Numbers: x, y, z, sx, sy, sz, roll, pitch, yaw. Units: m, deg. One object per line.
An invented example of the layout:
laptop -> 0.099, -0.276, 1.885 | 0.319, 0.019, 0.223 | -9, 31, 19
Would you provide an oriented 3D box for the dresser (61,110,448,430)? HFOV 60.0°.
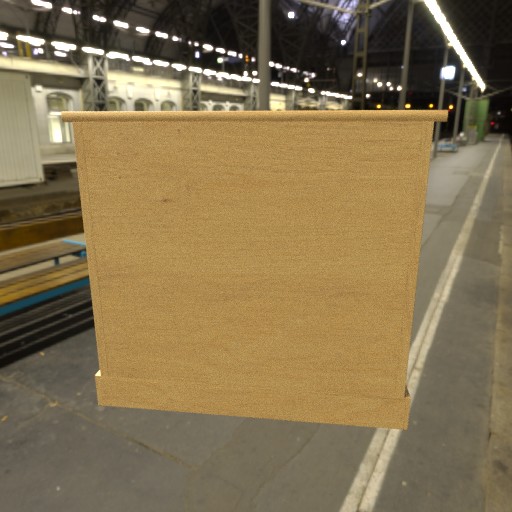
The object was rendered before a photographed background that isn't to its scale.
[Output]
dresser -> 0.000, 0.000, 1.363 | 0.915, 0.835, 0.440 | 2, 16, 7
